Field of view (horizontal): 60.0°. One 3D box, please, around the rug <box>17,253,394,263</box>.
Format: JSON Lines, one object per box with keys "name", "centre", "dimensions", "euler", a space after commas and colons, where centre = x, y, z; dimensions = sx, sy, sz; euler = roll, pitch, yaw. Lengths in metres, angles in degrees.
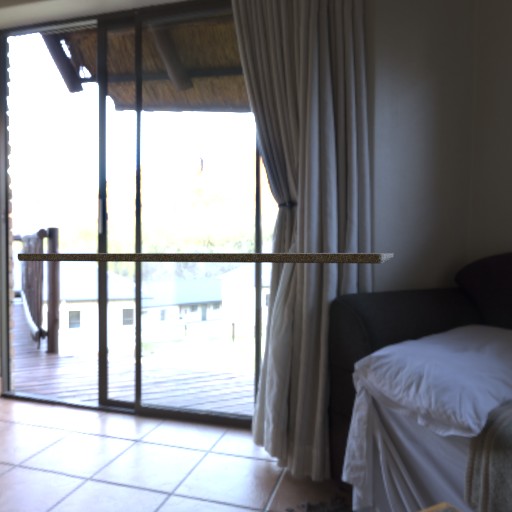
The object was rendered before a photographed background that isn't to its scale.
{"name": "rug", "centre": [0.000, 0.000, 2.064], "dimensions": [1.199, 0.025, 1.600], "euler": [0, 0, 18]}
